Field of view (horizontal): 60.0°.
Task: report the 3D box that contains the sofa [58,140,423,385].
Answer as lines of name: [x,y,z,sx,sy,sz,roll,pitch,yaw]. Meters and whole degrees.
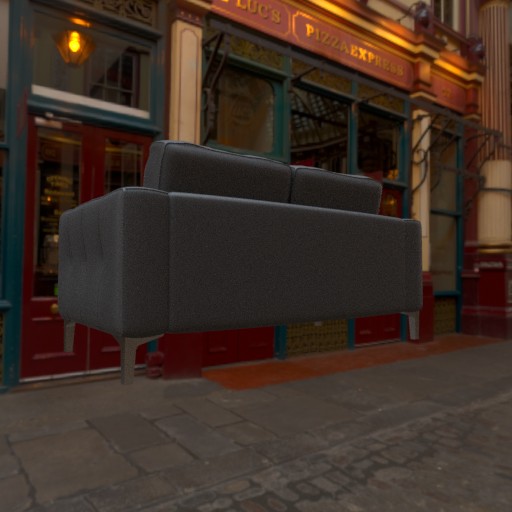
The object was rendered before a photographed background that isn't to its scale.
sofa: [0.000,0.000,2.250,1.726,0.893,0.833,1,-2,-37]
